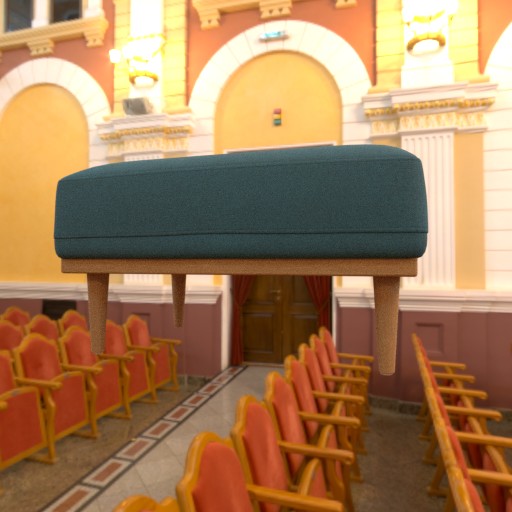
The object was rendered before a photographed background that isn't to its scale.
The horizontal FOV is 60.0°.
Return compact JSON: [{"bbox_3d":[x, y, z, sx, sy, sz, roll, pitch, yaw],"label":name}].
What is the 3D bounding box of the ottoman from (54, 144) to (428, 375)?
[{"bbox_3d":[0.000,0.000,1.070,0.749,0.428,0.549,0,-1,17],"label":"ottoman"}]
